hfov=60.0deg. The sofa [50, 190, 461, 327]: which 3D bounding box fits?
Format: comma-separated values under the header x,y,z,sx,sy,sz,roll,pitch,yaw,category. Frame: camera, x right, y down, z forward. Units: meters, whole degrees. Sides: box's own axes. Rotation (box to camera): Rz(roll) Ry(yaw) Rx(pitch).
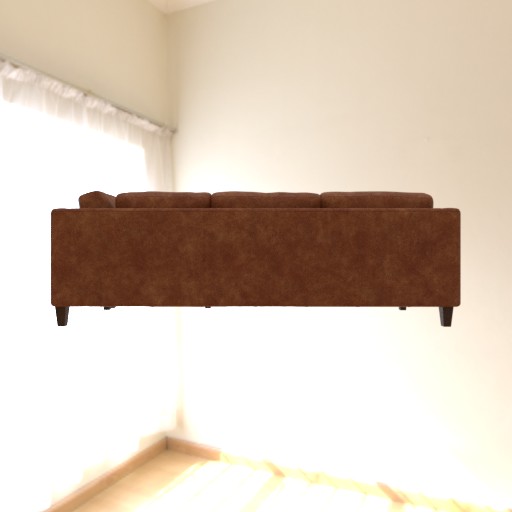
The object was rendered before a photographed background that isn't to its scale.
x,y,z,sx,sy,sz,roll,pitch,yaw,category
0.000,0.000,4.187,2.438,0.838,3.150,0,0,0,sofa
